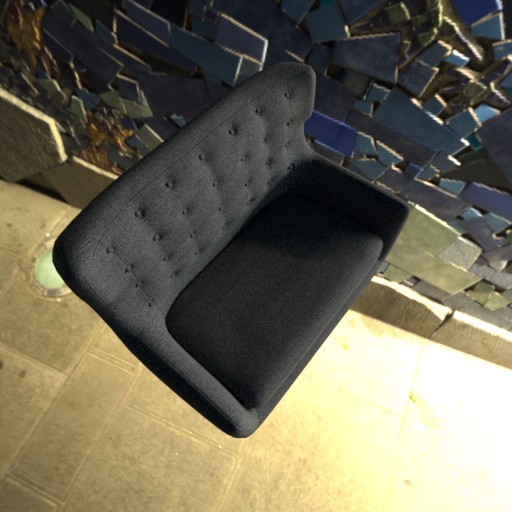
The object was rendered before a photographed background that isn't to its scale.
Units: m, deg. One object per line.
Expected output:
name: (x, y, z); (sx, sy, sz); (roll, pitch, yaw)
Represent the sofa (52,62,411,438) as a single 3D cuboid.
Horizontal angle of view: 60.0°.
sofa: (0.000, 0.000, 2.010); (0.874, 1.028, 1.358); (34, 64, 19)
